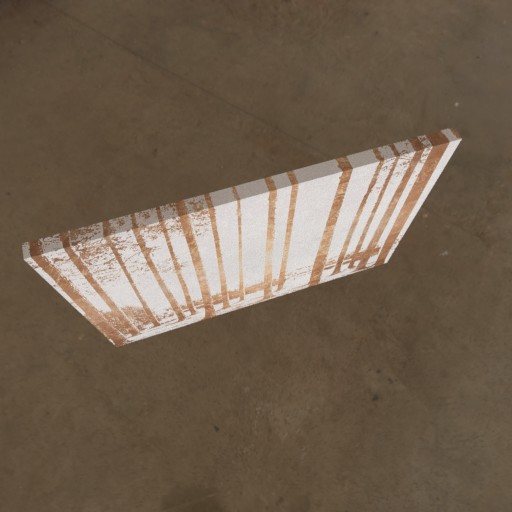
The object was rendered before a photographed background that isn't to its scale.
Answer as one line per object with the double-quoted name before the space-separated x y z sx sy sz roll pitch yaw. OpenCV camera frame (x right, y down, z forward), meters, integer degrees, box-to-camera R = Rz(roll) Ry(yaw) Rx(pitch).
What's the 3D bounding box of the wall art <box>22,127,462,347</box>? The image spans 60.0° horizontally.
"wall art" 0.000 0.000 1.160 0.914 0.609 0.035 -16 64 -8
